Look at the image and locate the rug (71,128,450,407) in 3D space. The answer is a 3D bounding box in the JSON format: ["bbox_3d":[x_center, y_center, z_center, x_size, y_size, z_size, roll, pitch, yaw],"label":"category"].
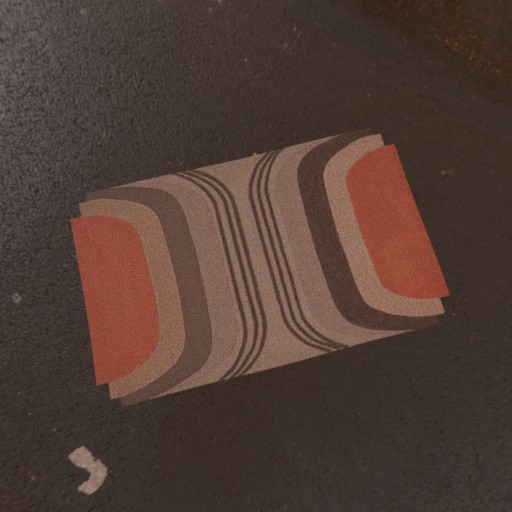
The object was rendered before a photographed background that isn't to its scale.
[{"bbox_3d":[0.000,0.000,3.109,2.446,0.017,1.530,-14,76,-4],"label":"rug"}]
